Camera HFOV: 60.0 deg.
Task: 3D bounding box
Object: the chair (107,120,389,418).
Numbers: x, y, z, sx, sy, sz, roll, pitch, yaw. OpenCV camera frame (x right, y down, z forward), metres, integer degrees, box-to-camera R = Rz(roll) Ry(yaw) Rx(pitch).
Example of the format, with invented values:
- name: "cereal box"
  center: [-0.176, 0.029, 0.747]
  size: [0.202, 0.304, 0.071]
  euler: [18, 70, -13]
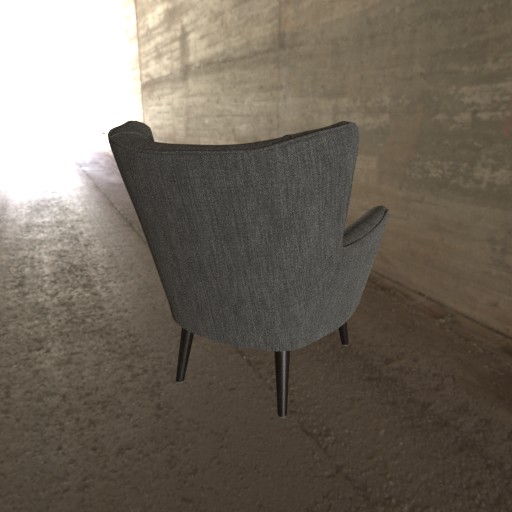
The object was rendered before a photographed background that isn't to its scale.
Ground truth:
- name: "chair"
  center: [0.000, 0.000, 1.594]
  size: [0.781, 0.933, 0.888]
  euler: [9, 19, 27]
